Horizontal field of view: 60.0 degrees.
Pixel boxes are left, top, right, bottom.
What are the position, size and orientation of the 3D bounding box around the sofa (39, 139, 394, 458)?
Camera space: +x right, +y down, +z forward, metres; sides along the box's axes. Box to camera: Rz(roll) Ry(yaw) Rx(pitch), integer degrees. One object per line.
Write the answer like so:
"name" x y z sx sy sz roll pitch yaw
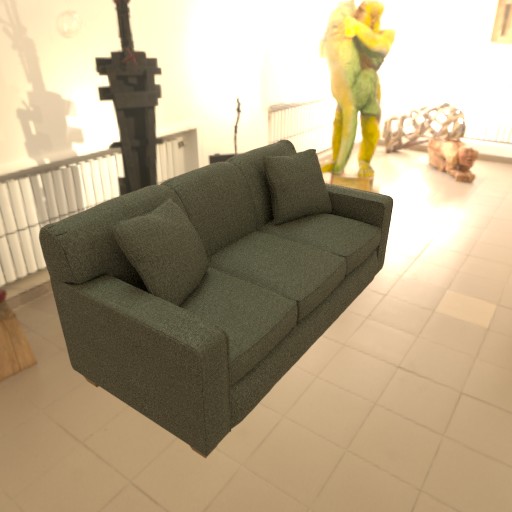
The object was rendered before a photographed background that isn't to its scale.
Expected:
"sofa" 0.000 0.000 2.637 0.997 0.958 2.024 18 32 31
